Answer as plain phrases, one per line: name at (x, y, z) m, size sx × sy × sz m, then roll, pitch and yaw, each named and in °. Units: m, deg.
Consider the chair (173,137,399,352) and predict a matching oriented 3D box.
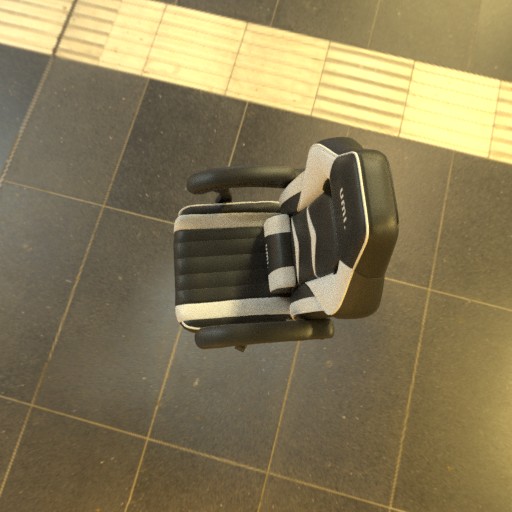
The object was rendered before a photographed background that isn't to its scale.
chair at (0.000, 0.000, 1.648) m, size 0.700 × 1.200 × 0.676 m, roll -5°, pitch 77°, yaw -1°
